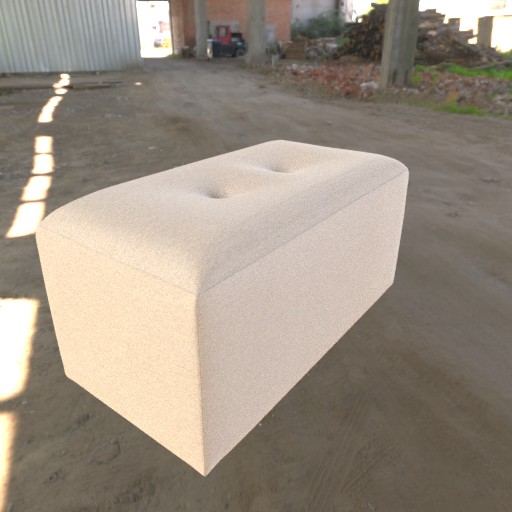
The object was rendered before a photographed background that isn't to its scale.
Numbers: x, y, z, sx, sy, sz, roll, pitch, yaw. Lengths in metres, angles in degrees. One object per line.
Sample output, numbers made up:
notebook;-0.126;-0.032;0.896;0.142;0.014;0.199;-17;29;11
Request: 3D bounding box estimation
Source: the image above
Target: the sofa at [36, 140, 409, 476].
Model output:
sofa;0.000;0.000;1.186;0.480;0.470;0.930;18;31;33
